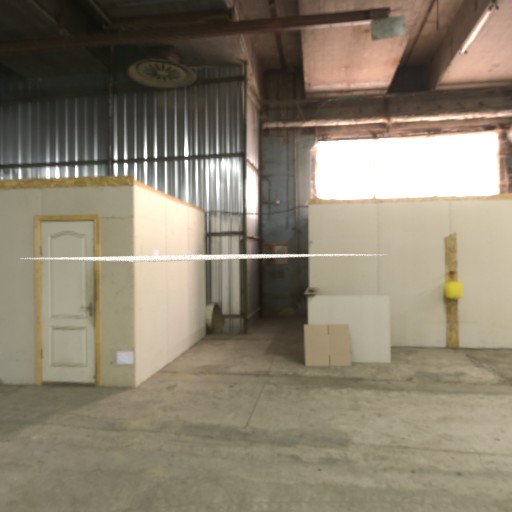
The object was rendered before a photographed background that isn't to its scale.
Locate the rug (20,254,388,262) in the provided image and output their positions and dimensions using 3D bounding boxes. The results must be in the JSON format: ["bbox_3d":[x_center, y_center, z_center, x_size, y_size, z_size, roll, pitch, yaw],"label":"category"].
[{"bbox_3d":[0.000,0.000,2.567,0.712,0.013,2.346,1,1,37],"label":"rug"}]
